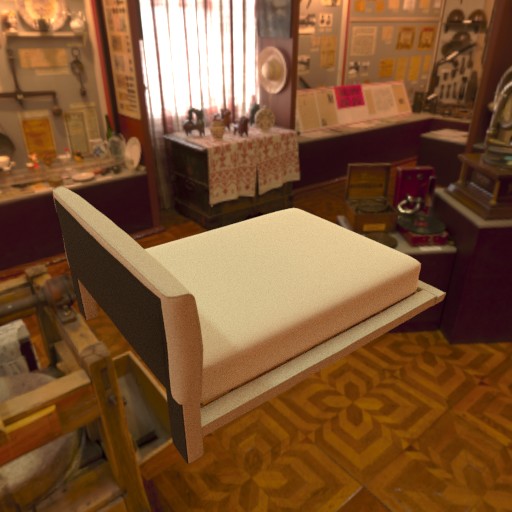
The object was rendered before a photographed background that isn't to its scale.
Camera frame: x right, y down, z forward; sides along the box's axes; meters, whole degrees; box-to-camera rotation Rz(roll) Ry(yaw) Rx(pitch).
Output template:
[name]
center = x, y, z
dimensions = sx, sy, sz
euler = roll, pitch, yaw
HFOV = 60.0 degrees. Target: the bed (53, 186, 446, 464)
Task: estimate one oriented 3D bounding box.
[bed]
center = 0.000, 0.000, 3.353
dimensions = 2.368, 1.067, 1.840
euler = -19, 33, -32
